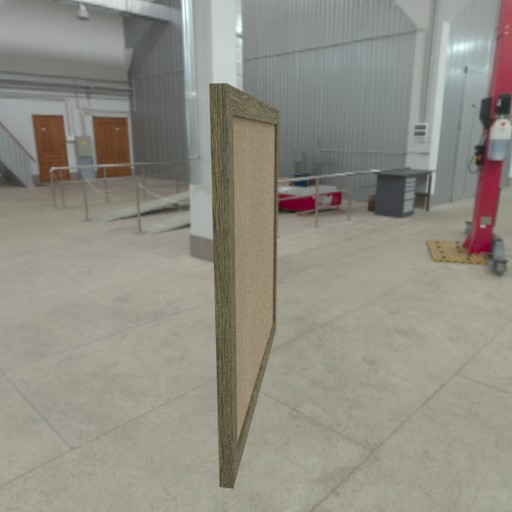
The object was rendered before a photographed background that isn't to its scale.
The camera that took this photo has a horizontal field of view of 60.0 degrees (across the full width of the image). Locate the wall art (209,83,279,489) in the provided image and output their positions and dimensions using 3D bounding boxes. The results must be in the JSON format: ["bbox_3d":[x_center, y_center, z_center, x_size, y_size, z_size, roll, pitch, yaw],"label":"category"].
[{"bbox_3d":[0.000,0.000,0.769,0.019,0.508,0.508,2,15,9],"label":"wall art"}]
